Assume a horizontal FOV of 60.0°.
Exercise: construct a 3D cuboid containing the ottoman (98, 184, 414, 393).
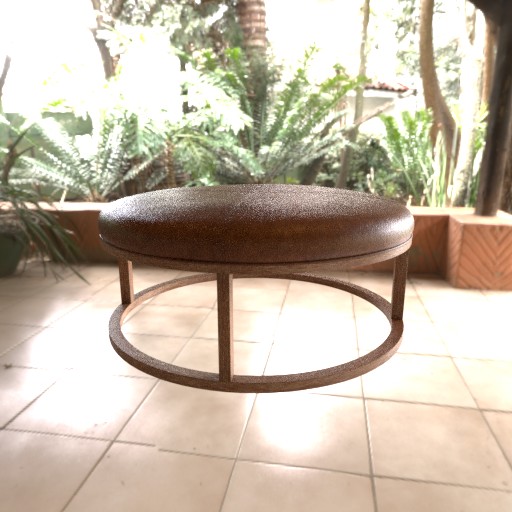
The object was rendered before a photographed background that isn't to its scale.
[{"bbox_3d":[0.000,0.000,1.520,1.006,0.445,1.006,0,14,0],"label":"ottoman"}]
